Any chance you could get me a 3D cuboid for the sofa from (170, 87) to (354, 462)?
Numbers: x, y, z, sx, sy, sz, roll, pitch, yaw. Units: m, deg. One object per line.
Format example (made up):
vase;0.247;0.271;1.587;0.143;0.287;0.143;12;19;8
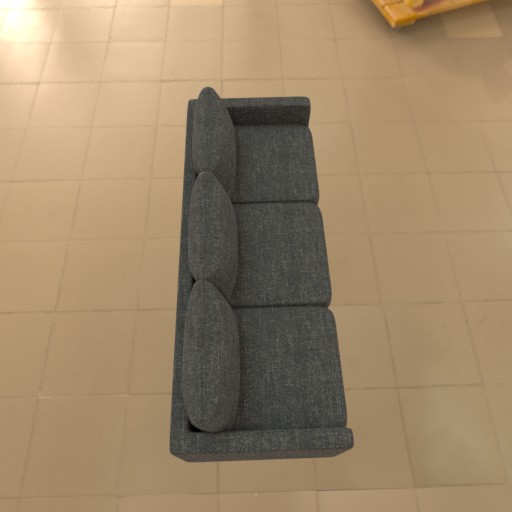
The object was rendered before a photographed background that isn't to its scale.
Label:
sofa;0.000;0.000;2.688;0.859;0.874;2.218;-2;62;-1
